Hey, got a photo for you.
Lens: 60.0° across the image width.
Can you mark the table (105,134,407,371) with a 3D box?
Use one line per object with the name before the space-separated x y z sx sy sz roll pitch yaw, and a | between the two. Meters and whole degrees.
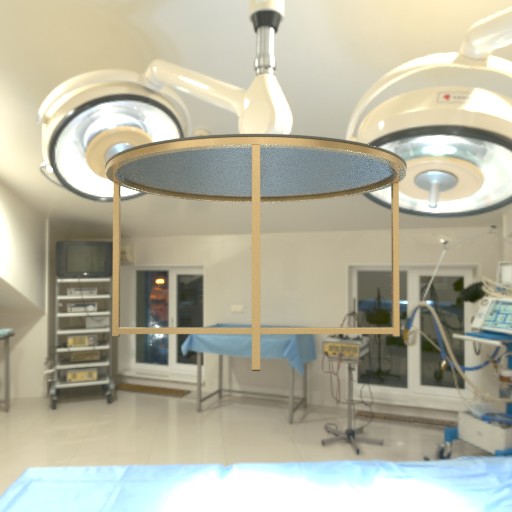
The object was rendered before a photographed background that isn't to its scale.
table | 0.000 0.000 1.239 0.800 0.450 0.800 0 -1 0
